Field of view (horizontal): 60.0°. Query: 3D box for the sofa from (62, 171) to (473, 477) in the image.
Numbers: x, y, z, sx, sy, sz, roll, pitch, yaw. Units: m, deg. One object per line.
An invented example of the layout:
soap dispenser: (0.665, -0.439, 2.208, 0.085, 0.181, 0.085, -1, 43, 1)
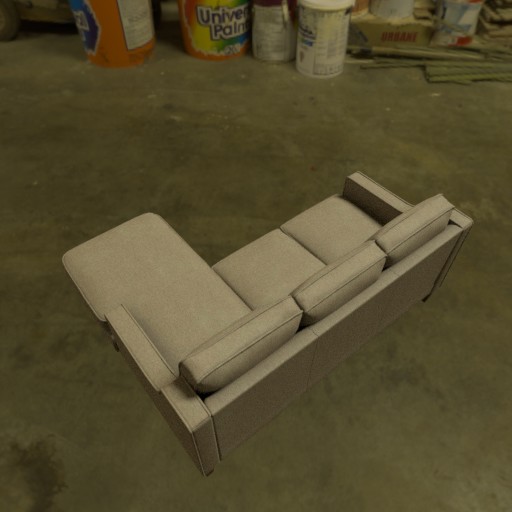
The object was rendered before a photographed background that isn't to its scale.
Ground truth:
sofa: (0.000, 0.000, 3.264, 2.317, 1.081, 1.858, -31, 55, -25)
